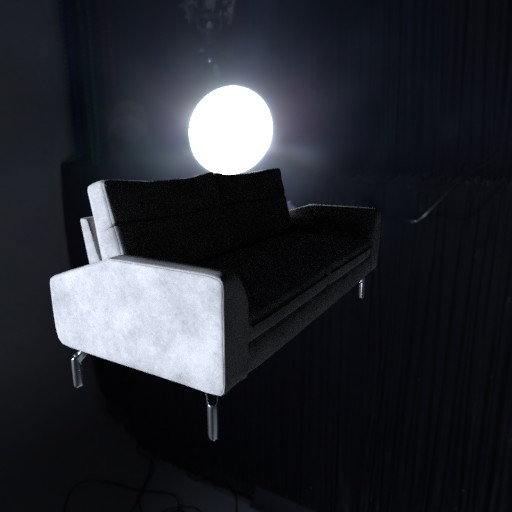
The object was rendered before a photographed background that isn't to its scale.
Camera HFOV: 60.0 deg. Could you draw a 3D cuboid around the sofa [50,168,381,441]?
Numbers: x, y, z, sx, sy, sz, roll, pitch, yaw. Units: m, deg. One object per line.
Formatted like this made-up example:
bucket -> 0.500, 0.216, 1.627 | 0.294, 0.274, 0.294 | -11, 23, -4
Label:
sofa -> 0.000, 0.000, 2.331 | 0.849, 0.859, 1.837 | 8, 16, 29
